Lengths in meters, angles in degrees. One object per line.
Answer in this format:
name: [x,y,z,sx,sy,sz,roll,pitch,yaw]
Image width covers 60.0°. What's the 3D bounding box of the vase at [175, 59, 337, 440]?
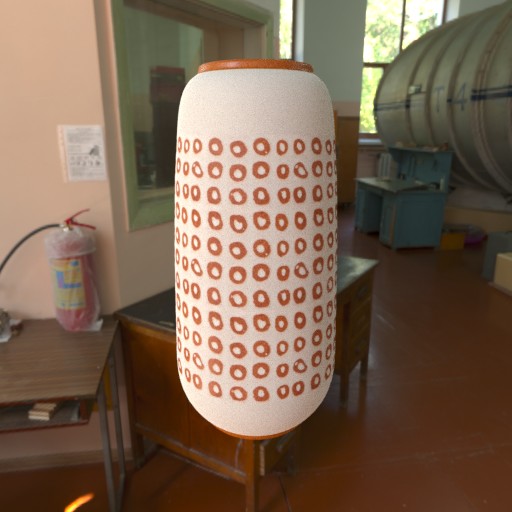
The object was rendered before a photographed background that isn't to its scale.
vase: [0.000,0.000,0.357,0.133,0.282,0.133,0,16,0]
